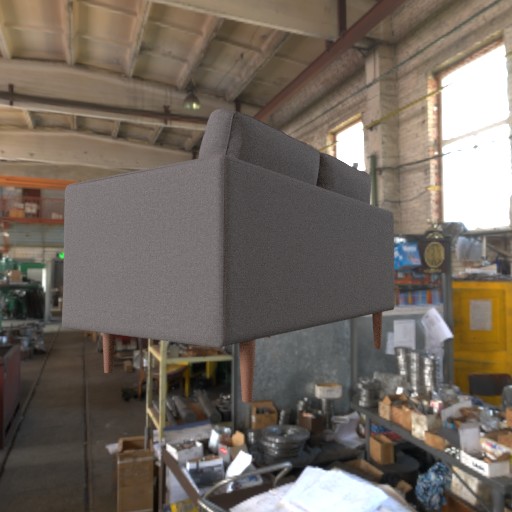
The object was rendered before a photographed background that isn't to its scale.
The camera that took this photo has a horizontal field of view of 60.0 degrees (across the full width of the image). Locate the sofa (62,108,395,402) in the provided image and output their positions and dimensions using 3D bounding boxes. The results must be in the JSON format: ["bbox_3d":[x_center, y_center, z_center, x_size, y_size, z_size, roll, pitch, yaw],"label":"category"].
[{"bbox_3d":[0.000,0.000,1.982,0.796,0.908,1.430,-1,-2,35],"label":"sofa"}]
